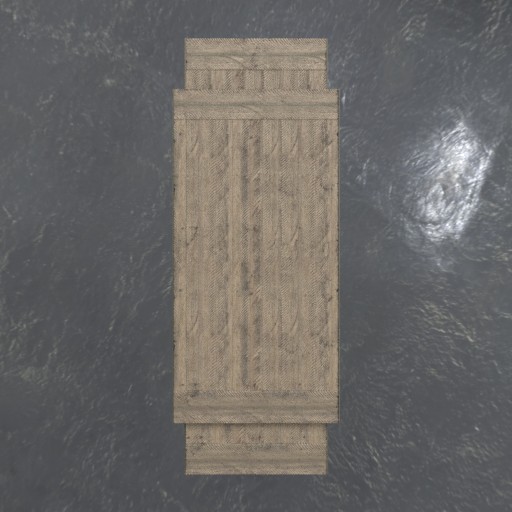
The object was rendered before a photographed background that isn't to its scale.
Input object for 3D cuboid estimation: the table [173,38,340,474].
[{"bbox_3d":[0.000,0.000,1.496,0.489,0.427,1.312,0,90,0],"label":"table"}]
